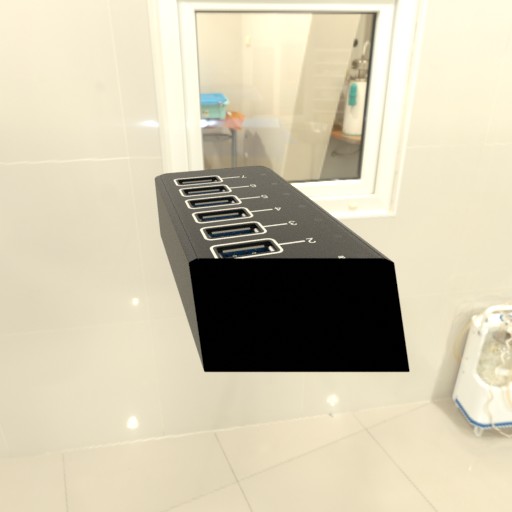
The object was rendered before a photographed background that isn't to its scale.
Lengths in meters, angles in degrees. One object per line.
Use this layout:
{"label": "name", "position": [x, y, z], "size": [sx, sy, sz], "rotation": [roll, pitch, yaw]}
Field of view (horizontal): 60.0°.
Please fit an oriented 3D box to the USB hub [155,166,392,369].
{"label": "USB hub", "position": [0.000, 0.000, 0.127], "size": [0.044, 0.023, 0.110], "rotation": [-8, 27, -16]}
